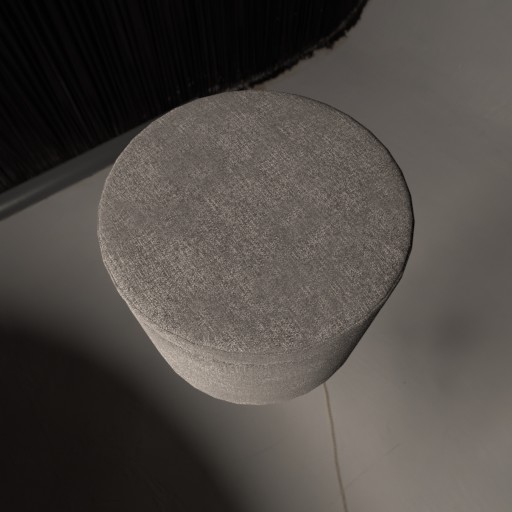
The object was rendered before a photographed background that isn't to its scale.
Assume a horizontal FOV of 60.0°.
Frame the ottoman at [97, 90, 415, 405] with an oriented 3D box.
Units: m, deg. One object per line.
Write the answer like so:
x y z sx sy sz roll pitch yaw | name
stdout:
0.000 0.000 0.865 0.500 0.419 0.500 0 62 0 | ottoman
